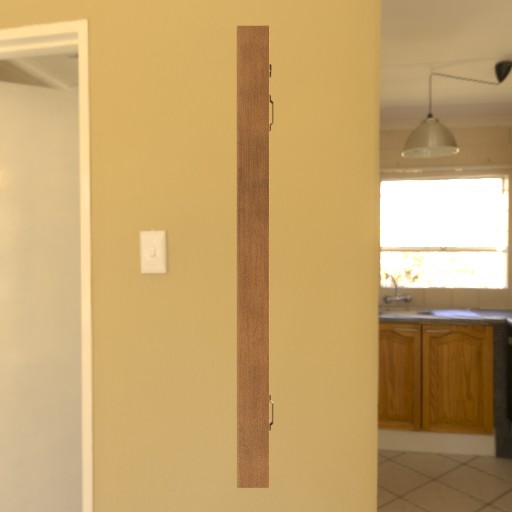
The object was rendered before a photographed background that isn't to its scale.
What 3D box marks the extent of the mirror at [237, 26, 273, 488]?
[{"bbox_3d":[0.000,0.000,0.690,0.041,0.509,0.406,0,1,0],"label":"mirror"}]
